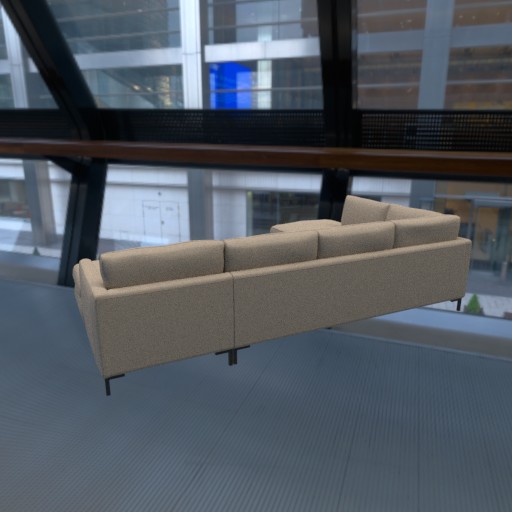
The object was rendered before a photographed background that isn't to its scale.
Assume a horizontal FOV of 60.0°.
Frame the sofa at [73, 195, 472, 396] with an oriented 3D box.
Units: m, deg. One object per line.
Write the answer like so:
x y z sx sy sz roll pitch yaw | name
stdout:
0.000 0.000 3.580 2.737 0.756 1.879 -7 17 -25 | sofa
